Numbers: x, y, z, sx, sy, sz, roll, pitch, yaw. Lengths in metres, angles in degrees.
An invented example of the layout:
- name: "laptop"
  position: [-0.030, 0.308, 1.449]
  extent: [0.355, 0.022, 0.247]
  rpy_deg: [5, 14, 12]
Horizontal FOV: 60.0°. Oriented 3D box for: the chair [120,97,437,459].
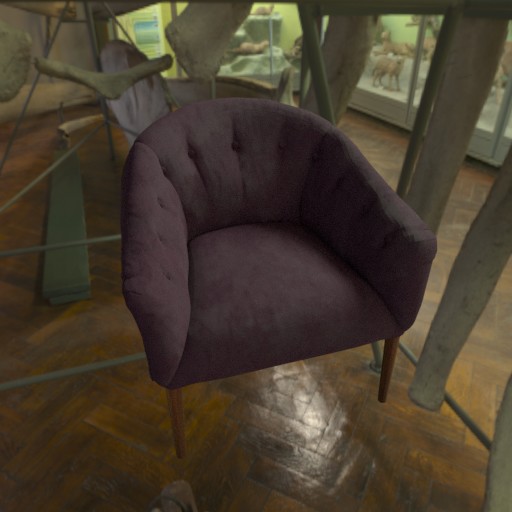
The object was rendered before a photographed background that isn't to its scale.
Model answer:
- name: "chair"
  position: [0.000, 0.000, 1.478]
  extent: [0.851, 0.885, 0.776]
  rpy_deg: [-9, 32, -15]
